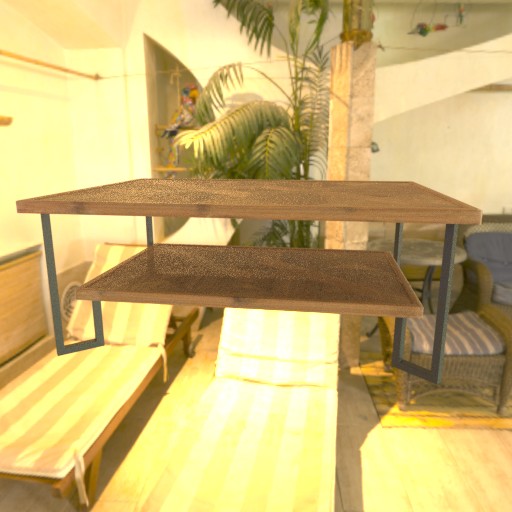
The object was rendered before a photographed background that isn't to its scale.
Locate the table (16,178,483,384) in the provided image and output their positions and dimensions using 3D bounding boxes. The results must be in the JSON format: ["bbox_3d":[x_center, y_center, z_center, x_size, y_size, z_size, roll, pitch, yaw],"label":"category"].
[{"bbox_3d":[0.000,0.000,1.634,1.238,0.492,0.877,2,14,8],"label":"table"}]
